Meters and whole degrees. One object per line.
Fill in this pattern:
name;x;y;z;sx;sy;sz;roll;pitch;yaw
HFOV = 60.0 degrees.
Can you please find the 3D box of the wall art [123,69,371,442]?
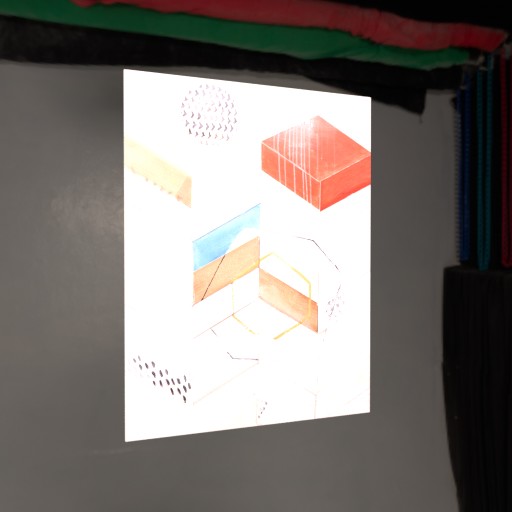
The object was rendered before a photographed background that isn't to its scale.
wall art;0.000;0.000;1.605;0.914;1.221;0.046;0;1;-17
